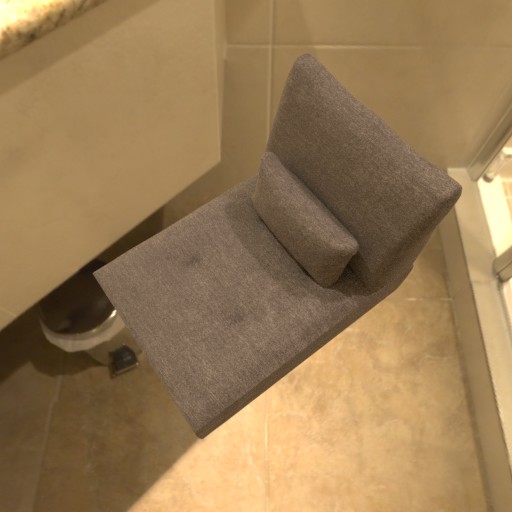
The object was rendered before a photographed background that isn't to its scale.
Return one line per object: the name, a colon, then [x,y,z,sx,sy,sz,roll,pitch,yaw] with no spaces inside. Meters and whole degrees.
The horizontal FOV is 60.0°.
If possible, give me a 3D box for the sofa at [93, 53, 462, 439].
sofa: [0.000,0.000,1.553,1.000,0.820,0.700,-34,69,-15]
